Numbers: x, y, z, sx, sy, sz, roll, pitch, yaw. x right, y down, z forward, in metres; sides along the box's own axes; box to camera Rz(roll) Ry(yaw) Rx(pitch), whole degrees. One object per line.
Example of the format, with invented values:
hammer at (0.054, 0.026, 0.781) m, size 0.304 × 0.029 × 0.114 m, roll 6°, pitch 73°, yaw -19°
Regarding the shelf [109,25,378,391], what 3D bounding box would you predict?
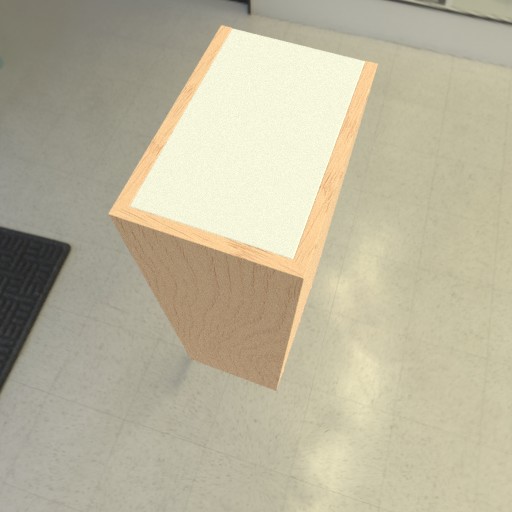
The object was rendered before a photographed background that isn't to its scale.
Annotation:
shelf at (0.000, 0.000, 0.741) m, size 0.200 × 0.600 × 0.290 m, roll 18°, pitch 65°, yaw 9°
